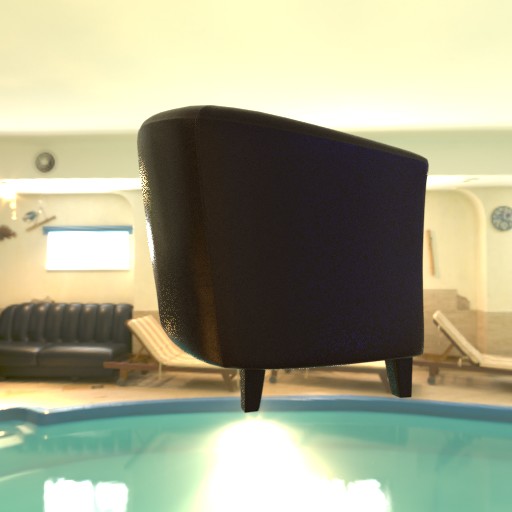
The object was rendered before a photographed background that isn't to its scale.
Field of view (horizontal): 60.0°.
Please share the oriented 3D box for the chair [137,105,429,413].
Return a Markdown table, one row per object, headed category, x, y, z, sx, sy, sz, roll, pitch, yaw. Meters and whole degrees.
| category | x | y | z | sx | sy | sz | roll | pitch | yaw |
| --- | --- | --- | --- | --- | --- | --- | --- | --- | --- |
| chair | 0.000 | 0.000 | 1.398 | 0.727 | 0.756 | 0.793 | 0 | -1 | -16 |
